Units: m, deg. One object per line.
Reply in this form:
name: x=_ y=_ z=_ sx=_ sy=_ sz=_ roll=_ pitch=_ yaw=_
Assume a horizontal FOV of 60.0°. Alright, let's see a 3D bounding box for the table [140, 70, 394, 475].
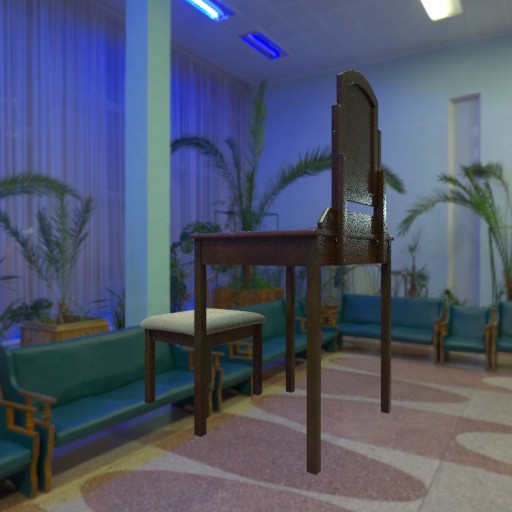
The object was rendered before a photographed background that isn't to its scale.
table: x=0.000 y=0.000 z=2.321 sx=1.211 sy=1.631 sz=0.876 roll=0 pitch=0 yaw=36
